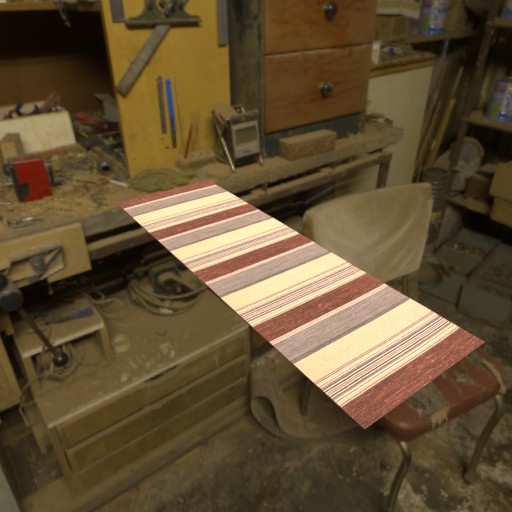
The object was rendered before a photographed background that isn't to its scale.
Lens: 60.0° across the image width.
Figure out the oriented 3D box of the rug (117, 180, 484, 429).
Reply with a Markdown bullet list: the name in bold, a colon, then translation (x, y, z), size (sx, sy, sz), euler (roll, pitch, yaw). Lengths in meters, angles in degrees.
- **rug**: translation (0.000, 0.000, 2.653), size (0.792, 0.006, 2.437), euler (-21, 37, -30)
